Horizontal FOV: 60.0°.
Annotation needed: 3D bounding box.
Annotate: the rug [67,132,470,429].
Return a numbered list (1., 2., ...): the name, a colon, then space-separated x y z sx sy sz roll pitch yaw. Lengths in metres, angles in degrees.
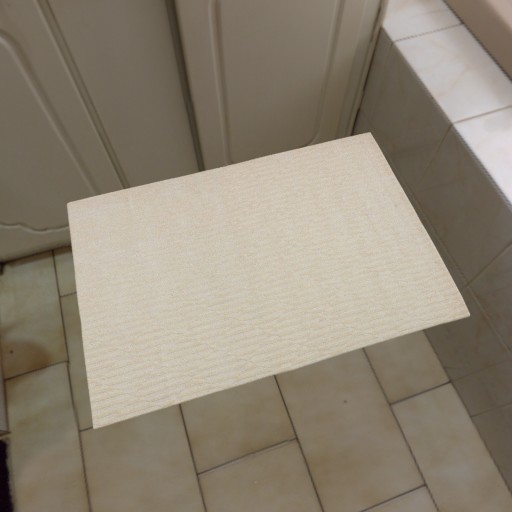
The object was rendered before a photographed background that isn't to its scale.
1. rug: 0.000 0.000 2.324 1.848 0.014 1.238 -15 64 -7
